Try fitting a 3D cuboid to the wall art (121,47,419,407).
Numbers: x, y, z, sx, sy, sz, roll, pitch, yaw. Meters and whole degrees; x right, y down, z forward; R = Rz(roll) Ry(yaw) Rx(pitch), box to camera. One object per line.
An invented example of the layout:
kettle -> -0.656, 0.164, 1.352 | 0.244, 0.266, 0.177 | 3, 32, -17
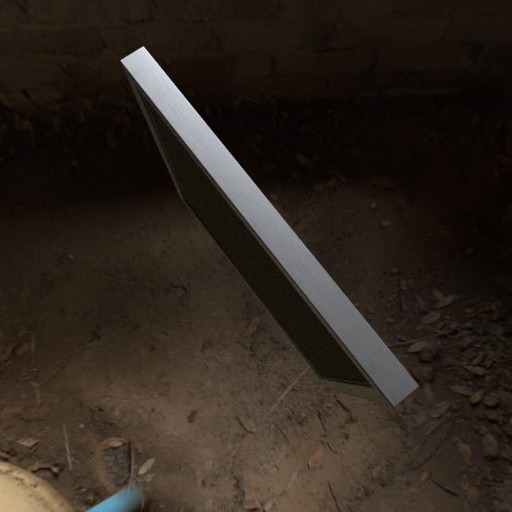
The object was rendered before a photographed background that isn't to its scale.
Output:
wall art -> 0.000, 0.000, 0.533 | 0.028, 0.330, 0.380 | -36, 79, -9
